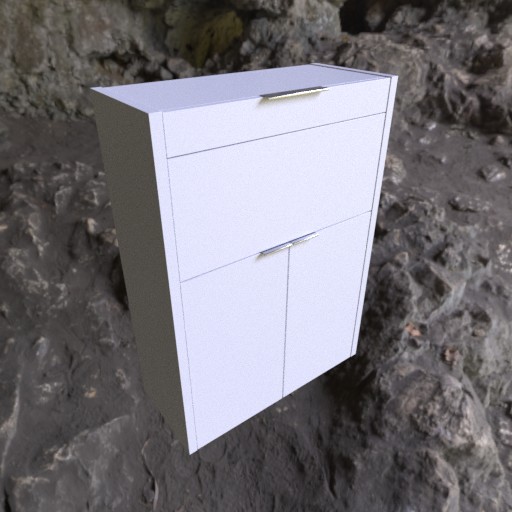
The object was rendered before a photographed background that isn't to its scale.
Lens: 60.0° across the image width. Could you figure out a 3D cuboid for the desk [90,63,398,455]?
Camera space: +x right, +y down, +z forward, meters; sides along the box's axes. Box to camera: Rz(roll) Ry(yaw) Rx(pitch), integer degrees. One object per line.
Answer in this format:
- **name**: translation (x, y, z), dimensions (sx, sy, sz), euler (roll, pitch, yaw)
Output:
- **desk**: translation (0.000, 0.000, 1.606), dimensions (0.850, 1.190, 0.390), euler (-21, 37, -31)
